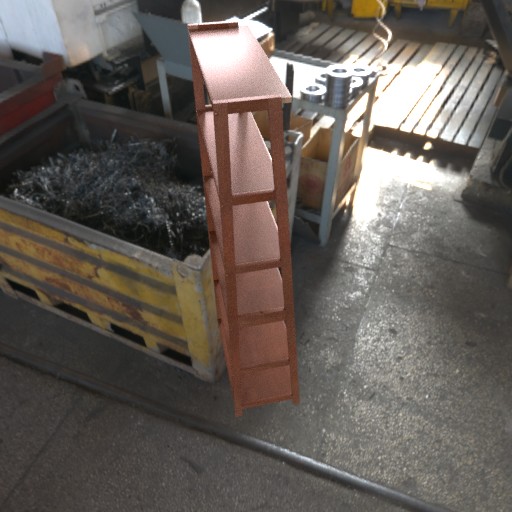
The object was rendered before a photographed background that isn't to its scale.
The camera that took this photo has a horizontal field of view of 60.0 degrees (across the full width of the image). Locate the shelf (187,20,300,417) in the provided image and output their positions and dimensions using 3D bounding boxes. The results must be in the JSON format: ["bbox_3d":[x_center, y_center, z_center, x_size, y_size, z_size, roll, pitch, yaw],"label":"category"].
[{"bbox_3d":[0.000,0.000,2.126,0.382,1.892,0.660,-9,46,-9],"label":"shelf"}]
